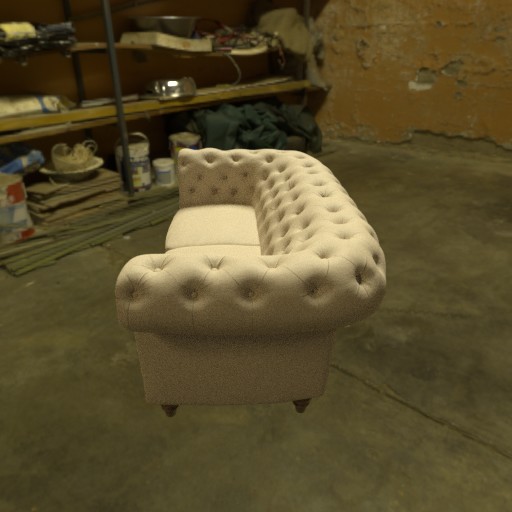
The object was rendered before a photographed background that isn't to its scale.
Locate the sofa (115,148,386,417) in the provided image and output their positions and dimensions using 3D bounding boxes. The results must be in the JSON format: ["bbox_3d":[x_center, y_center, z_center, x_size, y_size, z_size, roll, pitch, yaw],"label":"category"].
[{"bbox_3d":[0.000,0.000,2.497,1.069,0.835,1.988,-1,26,-2],"label":"sofa"}]
